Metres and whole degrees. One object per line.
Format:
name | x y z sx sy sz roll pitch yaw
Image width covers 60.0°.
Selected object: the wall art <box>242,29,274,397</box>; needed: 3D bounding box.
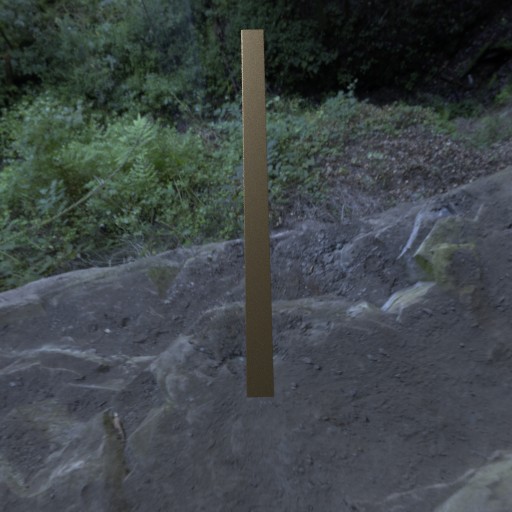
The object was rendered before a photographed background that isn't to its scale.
wall art | 0.000 0.000 1.059 0.038 0.762 0.610 -1 75 0
